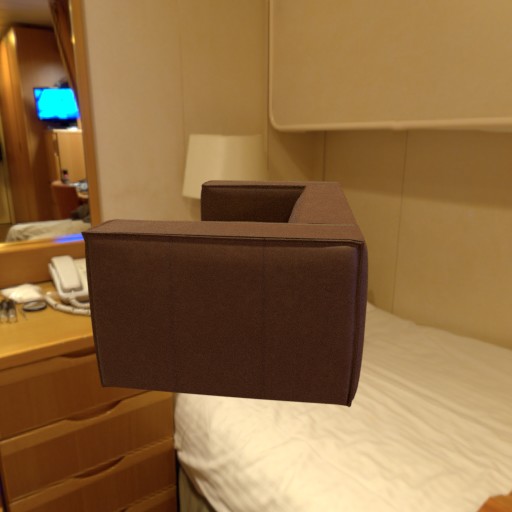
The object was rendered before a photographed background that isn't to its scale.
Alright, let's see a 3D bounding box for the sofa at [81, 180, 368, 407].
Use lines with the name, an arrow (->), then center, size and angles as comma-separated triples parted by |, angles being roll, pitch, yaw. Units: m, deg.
sofa -> 0.000, 0.000, 2.631 | 1.102, 0.703, 2.088 | 2, 15, 8
